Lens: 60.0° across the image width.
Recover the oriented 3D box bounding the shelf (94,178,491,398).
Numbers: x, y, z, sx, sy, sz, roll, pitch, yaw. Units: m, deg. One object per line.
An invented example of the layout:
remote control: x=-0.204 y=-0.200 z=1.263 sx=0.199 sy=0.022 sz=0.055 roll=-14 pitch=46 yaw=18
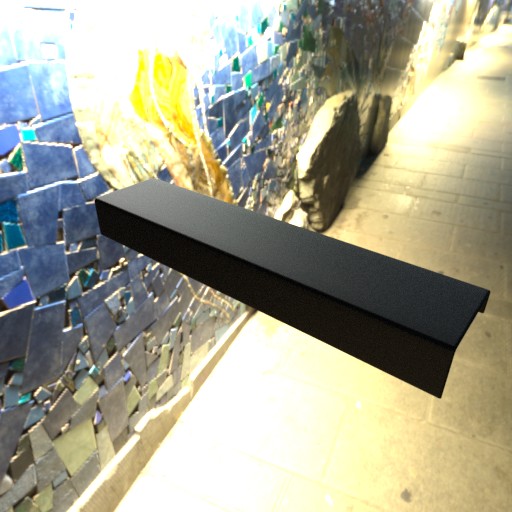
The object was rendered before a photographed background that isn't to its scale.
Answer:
shelf: x=0.000 y=0.000 z=0.496 sx=0.456 sy=0.053 sz=0.102 roll=22 pitch=37 yaw=33
